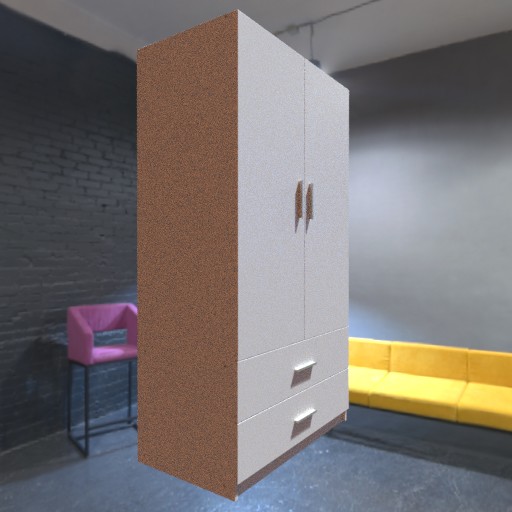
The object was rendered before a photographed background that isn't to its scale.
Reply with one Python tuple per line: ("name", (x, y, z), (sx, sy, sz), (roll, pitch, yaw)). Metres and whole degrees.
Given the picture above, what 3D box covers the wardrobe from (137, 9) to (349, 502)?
("wardrobe", (0.000, 0.000, 2.181), (0.577, 1.808, 0.991), (0, 0, 36))
